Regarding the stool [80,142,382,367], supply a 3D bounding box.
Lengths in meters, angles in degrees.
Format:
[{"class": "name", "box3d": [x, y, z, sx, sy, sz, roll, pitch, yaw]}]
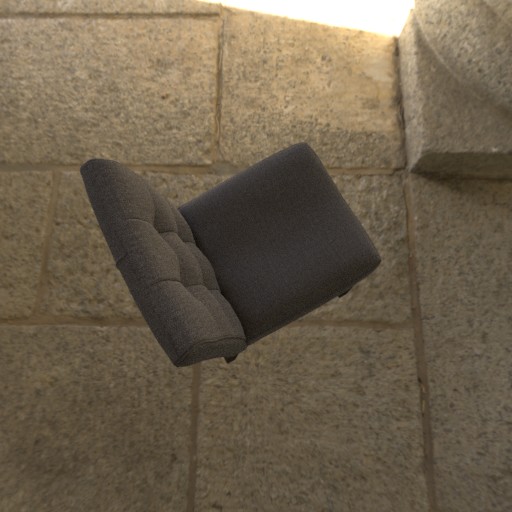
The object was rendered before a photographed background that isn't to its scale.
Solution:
[{"class": "stool", "box3d": [0.000, 0.000, 1.226, 0.571, 0.885, 0.427, -28, 76, -7]}]
